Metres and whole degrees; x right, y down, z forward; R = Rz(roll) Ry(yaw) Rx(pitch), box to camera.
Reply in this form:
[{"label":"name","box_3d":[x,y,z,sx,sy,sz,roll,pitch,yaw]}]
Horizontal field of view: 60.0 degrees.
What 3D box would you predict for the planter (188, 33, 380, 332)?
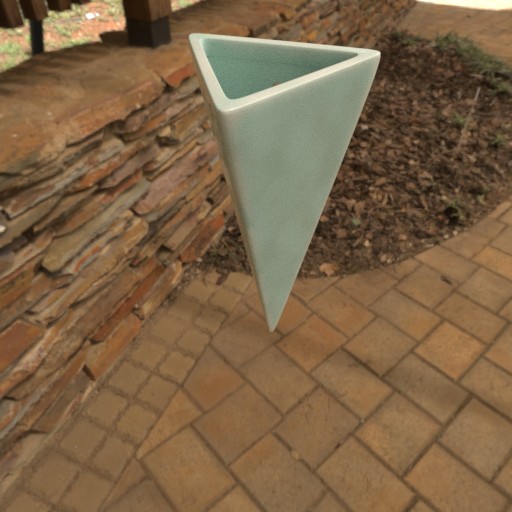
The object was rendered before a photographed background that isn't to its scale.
[{"label":"planter","box_3d":[0.000,0.000,0.214,0.080,0.178,0.064,13,42,15]}]
